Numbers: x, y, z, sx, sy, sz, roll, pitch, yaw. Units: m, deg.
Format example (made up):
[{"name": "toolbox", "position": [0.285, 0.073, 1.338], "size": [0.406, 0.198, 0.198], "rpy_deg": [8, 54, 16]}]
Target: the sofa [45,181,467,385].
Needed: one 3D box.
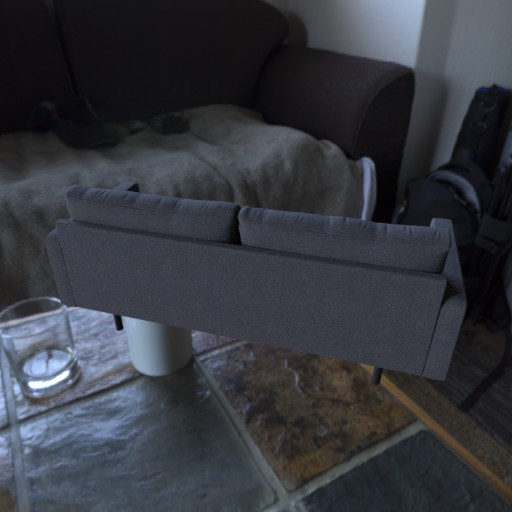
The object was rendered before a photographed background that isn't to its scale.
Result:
[{"name": "sofa", "position": [0.000, 0.000, 2.544], "size": [2.100, 0.880, 0.880], "rpy_deg": [9, 32, 14]}]
